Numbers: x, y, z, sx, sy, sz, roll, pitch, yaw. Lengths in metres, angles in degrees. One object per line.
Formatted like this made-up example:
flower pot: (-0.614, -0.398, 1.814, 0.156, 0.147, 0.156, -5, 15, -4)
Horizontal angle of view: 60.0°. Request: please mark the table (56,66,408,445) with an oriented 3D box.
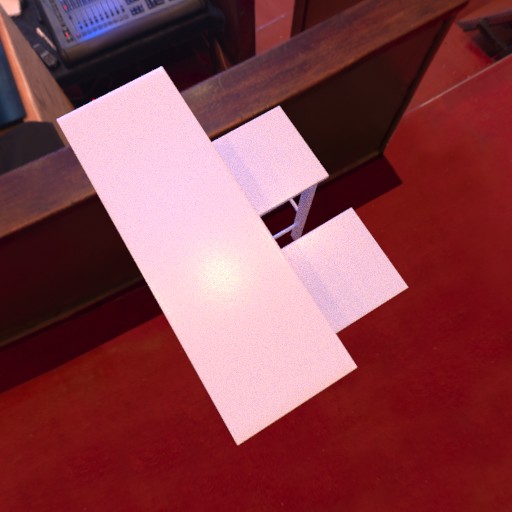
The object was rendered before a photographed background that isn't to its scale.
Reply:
table: (0.000, 0.000, 1.599, 0.650, 1.065, 0.915, -31, 77, -8)
